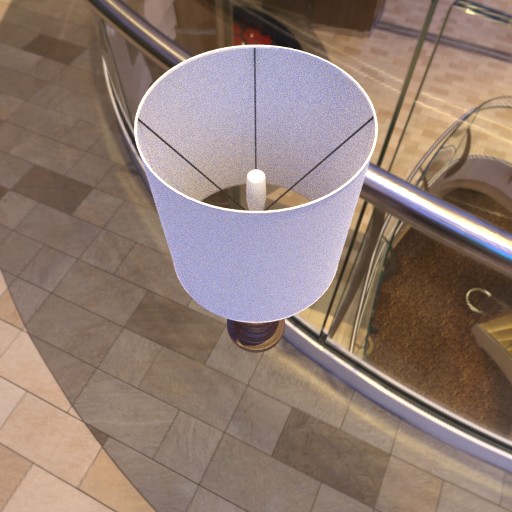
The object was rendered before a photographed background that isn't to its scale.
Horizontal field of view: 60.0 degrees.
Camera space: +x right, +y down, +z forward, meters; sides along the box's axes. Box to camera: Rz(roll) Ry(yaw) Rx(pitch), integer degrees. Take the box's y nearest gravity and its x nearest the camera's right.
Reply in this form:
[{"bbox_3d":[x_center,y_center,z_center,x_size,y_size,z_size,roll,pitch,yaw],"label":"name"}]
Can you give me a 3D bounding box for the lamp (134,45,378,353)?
[{"bbox_3d":[0.000,0.000,0.577,0.208,0.455,0.208,-18,60,-11],"label":"lamp"}]
